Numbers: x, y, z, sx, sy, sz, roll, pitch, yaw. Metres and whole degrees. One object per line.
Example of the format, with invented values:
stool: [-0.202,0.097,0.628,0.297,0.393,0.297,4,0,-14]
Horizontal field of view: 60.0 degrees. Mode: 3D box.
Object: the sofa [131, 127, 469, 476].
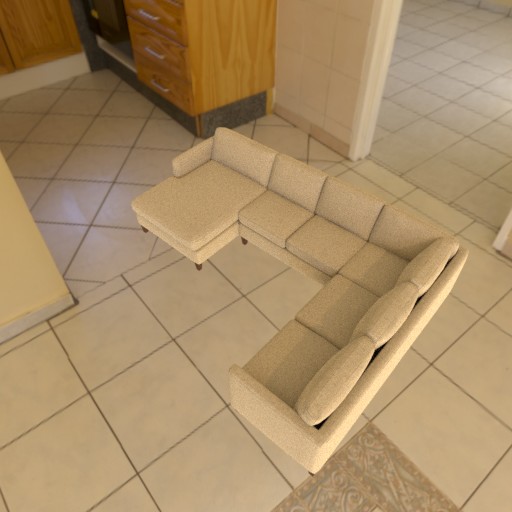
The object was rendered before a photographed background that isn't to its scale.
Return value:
sofa: [0.000,0.000,4.689,3.460,0.959,2.593,32,54,27]
